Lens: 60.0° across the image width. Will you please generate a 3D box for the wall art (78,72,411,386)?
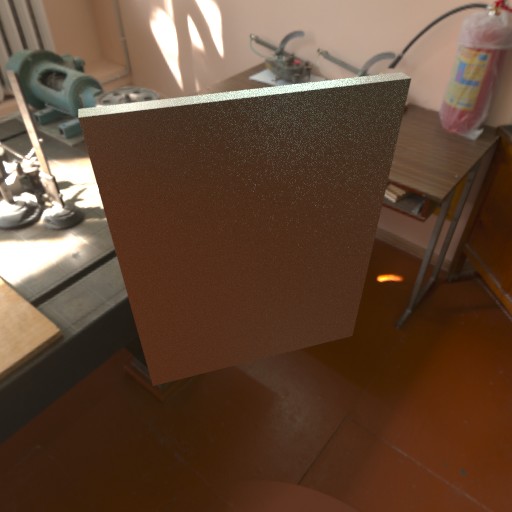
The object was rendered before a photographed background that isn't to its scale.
[{"bbox_3d":[0.000,0.000,0.767,0.444,0.569,0.025,-11,43,-12],"label":"wall art"}]
